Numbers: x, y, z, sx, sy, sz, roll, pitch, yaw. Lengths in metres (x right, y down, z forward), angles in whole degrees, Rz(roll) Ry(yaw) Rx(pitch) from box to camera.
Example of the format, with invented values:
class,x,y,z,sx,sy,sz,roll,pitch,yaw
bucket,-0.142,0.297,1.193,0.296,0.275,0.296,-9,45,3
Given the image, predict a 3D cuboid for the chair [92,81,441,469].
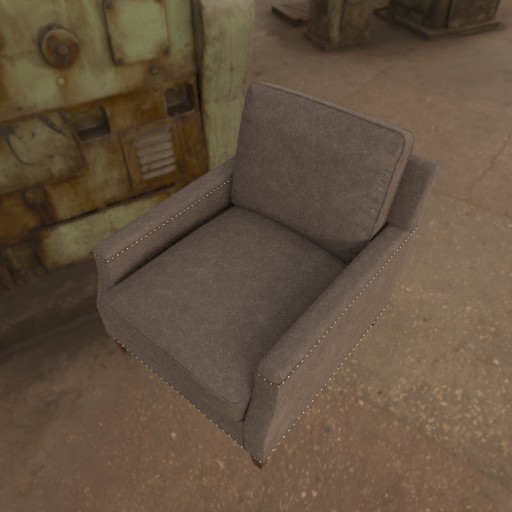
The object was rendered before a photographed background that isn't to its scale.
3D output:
class,x,y,z,sx,sy,sz,roll,pitch,yaw
chair,0.000,0.000,1.681,0.853,0.948,1.014,30,52,27
